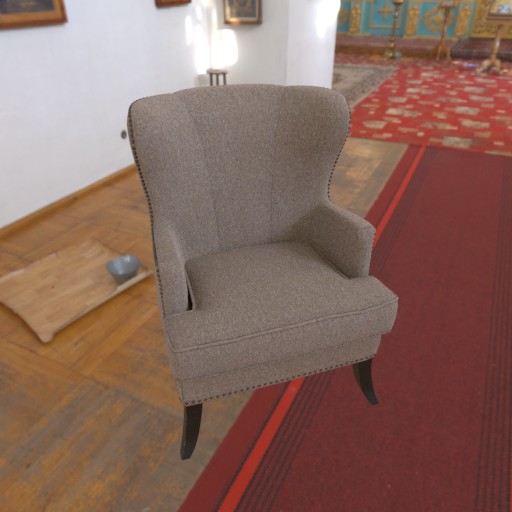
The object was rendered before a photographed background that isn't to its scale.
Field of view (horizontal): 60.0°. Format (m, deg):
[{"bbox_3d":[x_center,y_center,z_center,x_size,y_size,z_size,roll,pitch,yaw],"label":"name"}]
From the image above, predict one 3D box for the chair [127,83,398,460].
[{"bbox_3d":[0.000,0.000,1.602,0.759,1.060,0.758,-10,32,-16],"label":"chair"}]
